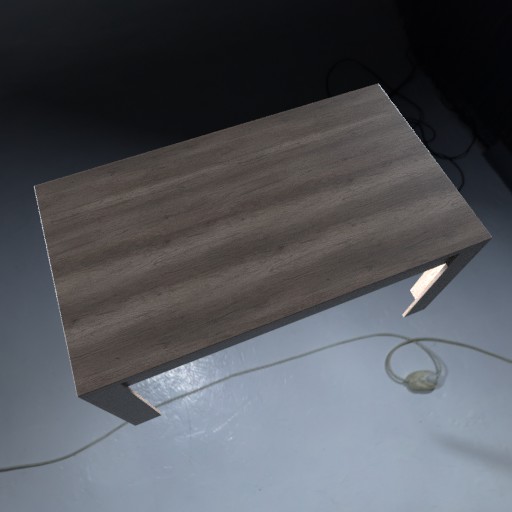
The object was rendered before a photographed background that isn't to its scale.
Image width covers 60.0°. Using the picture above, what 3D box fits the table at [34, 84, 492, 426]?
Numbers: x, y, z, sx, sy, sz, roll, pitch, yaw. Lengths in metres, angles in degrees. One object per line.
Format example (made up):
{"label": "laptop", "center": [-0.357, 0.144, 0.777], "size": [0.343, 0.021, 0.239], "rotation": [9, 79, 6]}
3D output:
{"label": "table", "center": [0.000, 0.000, 2.104], "size": [1.600, 0.775, 0.900], "rotation": [-19, 64, -10]}
